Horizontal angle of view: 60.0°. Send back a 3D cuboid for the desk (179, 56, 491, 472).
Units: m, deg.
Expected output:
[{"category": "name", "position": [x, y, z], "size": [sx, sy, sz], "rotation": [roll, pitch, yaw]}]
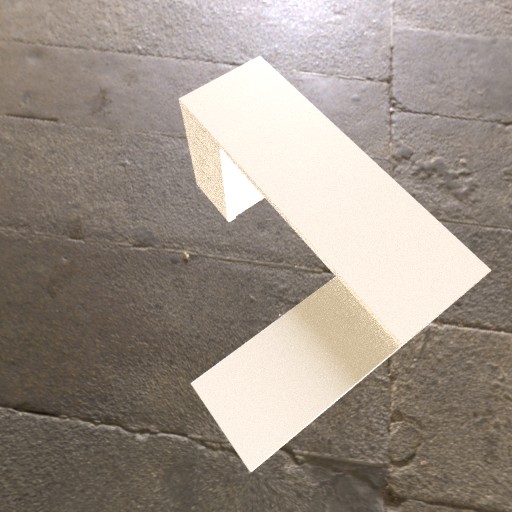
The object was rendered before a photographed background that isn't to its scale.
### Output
[{"category": "desk", "position": [0.000, 0.000, 2.214], "size": [1.199, 0.759, 1.524], "rotation": [-34, 69, -15]}]
